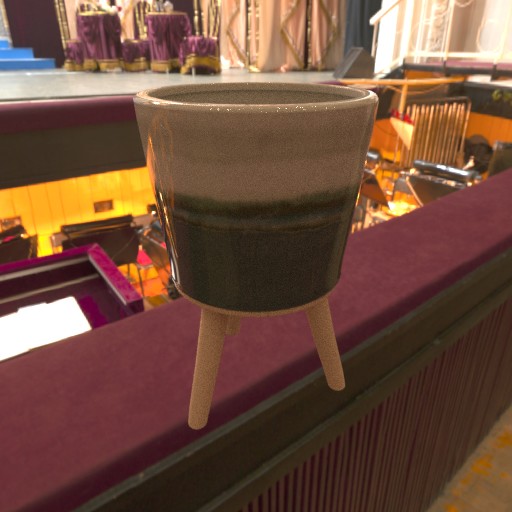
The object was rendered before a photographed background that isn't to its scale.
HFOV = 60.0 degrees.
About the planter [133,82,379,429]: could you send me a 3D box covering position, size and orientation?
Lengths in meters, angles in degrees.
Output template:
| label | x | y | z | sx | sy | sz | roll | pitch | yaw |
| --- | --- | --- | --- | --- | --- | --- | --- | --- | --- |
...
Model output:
| label | x | y | z | sx | sy | sz | roll | pitch | yaw |
| --- | --- | --- | --- | --- | --- | --- | --- | --- | --- |
| planter | 0.000 | 0.000 | 0.473 | 0.217 | 0.331 | 0.217 | -18 | 31 | -33 |
